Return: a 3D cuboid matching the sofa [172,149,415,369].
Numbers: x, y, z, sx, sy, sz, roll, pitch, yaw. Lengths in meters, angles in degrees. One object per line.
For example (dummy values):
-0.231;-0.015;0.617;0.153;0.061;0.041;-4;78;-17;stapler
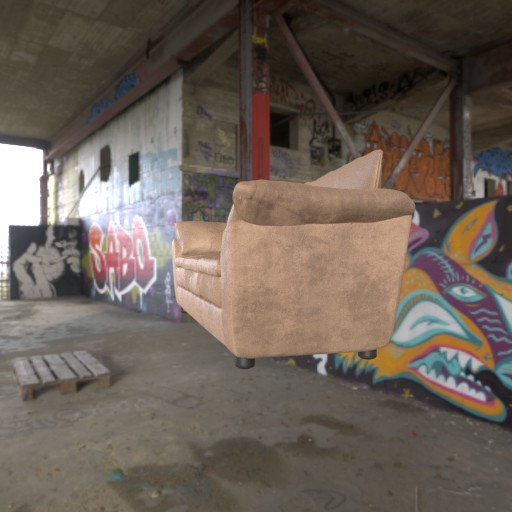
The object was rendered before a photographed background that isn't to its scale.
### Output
0.000;0.000;2.953;0.893;0.981;2.377;0;0;-17;sofa
